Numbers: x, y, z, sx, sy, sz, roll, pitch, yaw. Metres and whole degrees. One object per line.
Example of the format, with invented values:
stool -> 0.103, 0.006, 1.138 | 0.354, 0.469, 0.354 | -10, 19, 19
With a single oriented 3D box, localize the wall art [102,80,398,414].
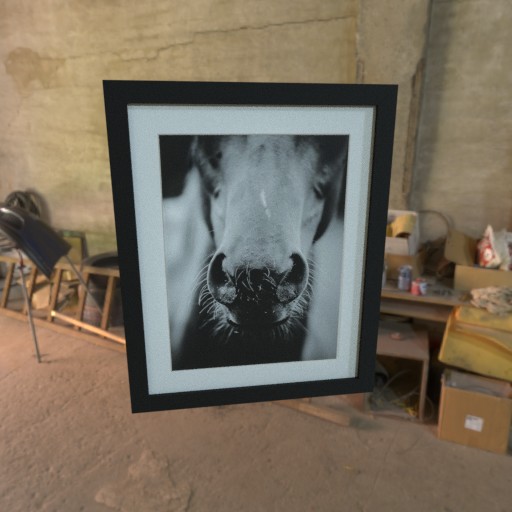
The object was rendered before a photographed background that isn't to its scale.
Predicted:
wall art -> 0.000, 0.000, 0.554 | 0.329, 0.404, 0.024 | -2, 16, -8
